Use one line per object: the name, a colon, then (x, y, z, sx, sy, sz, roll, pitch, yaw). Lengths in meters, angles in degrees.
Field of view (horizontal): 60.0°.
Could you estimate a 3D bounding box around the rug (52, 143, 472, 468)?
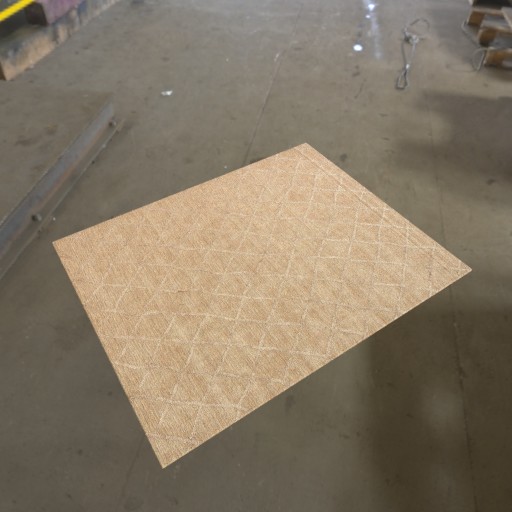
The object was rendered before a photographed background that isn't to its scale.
rug: (0.000, 0.000, 4.083, 3.039, 0.019, 2.420, -26, 52, -22)
